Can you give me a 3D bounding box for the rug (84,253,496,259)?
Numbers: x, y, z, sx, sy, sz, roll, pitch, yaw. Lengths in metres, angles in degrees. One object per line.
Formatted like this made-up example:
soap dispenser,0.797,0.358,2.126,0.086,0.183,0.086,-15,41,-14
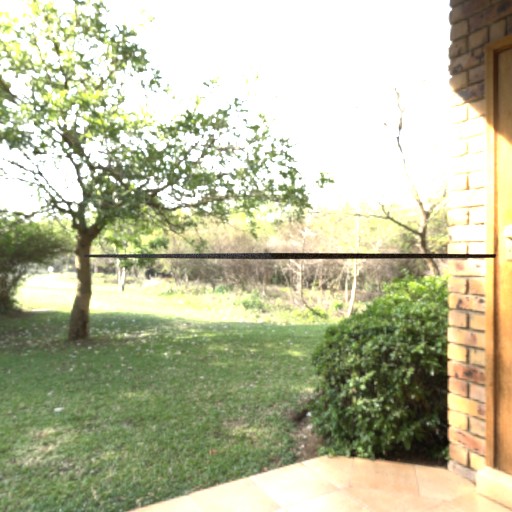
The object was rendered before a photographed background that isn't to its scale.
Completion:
rug,0.000,0.000,3.361,1.802,0.026,2.699,0,0,-36
